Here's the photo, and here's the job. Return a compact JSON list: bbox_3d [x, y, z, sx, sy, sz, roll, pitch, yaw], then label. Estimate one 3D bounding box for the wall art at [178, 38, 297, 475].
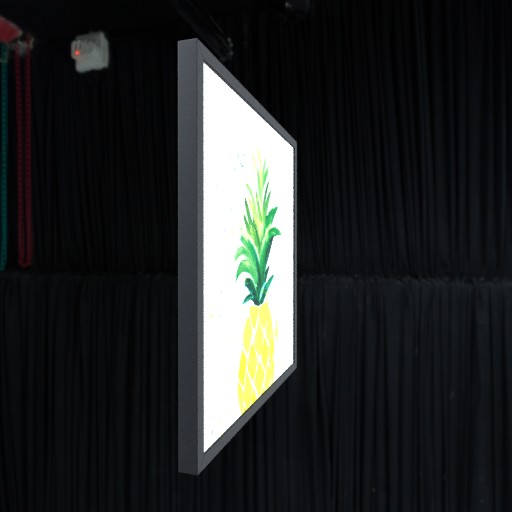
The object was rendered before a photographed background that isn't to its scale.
[{"bbox_3d":[0.000,0.000,1.138,0.037,0.760,0.762,0,0,18],"label":"wall art"}]
